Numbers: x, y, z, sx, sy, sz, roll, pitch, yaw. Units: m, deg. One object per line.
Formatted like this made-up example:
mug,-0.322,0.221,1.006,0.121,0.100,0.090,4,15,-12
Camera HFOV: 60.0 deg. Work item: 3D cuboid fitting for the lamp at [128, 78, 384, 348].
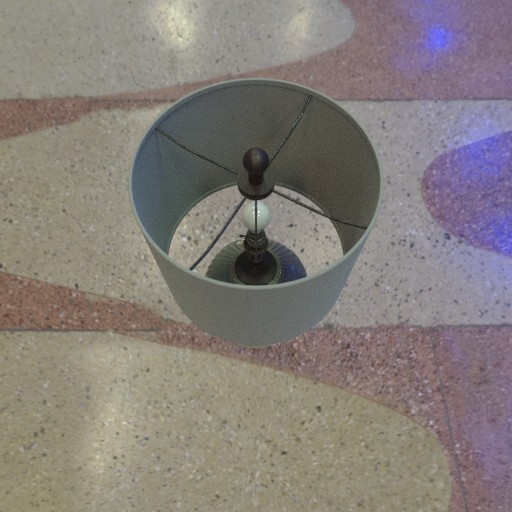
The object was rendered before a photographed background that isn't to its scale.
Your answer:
lamp,0.000,0.000,0.778,0.318,0.567,0.318,0,65,0
